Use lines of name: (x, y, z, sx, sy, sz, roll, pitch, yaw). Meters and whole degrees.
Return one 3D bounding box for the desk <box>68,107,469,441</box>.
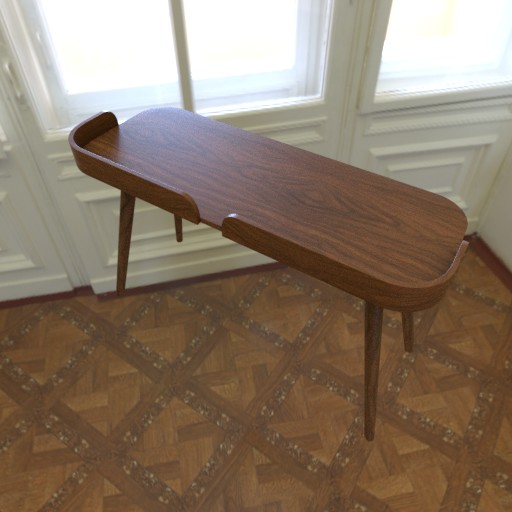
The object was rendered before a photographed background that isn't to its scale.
desk: (0.000, 0.000, 1.618, 1.256, 0.800, 0.486, 25, 50, 22)
